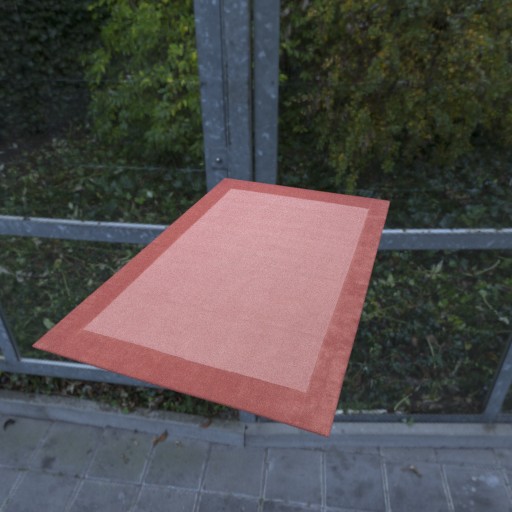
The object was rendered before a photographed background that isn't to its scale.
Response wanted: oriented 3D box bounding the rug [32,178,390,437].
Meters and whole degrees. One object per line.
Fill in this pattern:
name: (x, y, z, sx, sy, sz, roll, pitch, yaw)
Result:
rug: (0.000, 0.000, 2.992, 1.524, 0.014, 2.438, 11, 33, 17)
